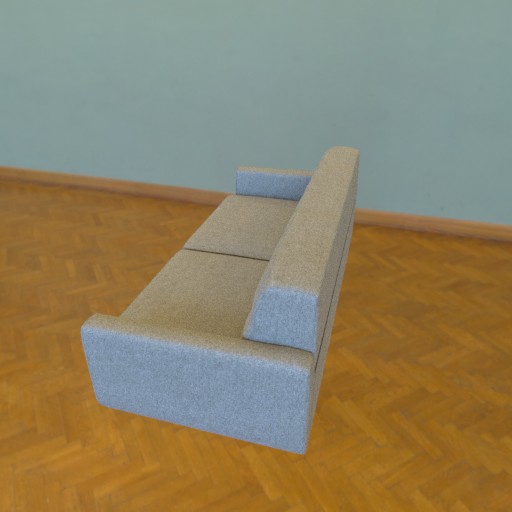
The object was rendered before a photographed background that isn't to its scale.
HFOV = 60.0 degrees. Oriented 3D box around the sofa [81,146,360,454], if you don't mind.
[{"bbox_3d":[0.000,0.000,2.546,0.968,0.873,2.055,8,31,14],"label":"sofa"}]
